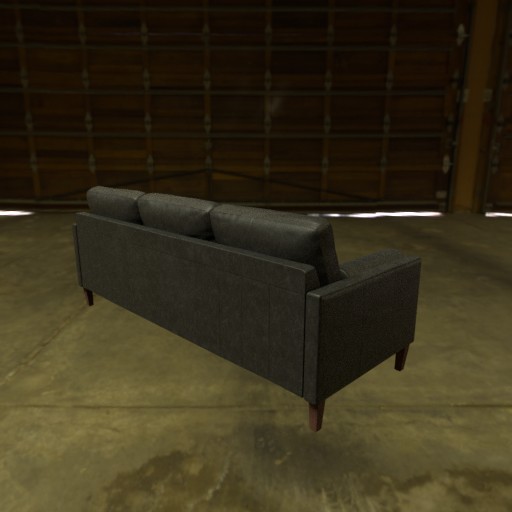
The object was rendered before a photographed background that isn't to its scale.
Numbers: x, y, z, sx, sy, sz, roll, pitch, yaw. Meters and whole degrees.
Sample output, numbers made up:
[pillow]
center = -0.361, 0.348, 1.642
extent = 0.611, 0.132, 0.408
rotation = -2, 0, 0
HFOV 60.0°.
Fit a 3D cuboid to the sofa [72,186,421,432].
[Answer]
[sofa]
center = 0.000, 0.000, 2.907
extent = 1.497, 0.876, 2.178
rotation = -14, 20, -43
